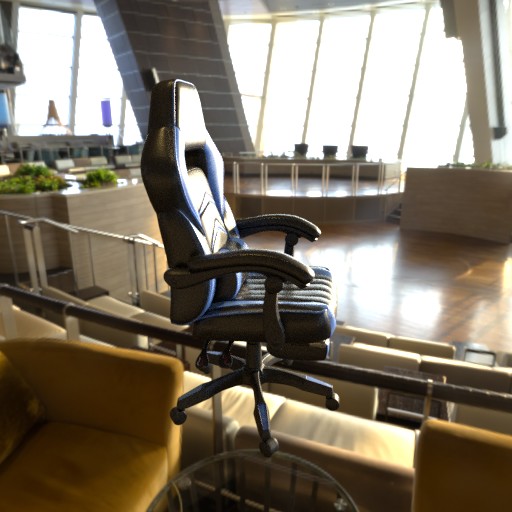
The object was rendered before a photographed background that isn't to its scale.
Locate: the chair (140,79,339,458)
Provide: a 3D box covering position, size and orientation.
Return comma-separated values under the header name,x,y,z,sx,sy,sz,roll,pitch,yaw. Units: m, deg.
name,x,y,z,sx,sy,sz,roll,pitch,yaw
chair,0.000,0.000,1.722,0.700,1.280,0.700,3,16,9
